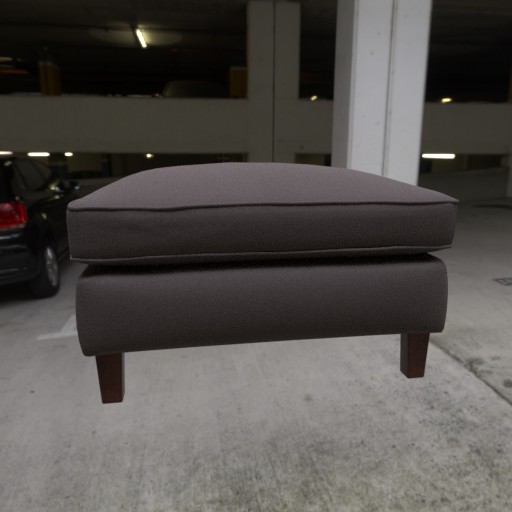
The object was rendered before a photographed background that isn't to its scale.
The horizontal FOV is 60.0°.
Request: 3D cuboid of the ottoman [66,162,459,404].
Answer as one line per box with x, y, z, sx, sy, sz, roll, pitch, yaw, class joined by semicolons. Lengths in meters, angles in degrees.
0.000;0.000;0.985;0.686;0.406;0.508;-2;14;-9;ottoman
